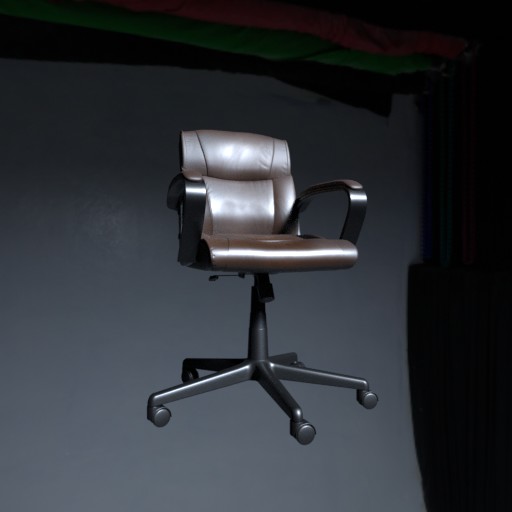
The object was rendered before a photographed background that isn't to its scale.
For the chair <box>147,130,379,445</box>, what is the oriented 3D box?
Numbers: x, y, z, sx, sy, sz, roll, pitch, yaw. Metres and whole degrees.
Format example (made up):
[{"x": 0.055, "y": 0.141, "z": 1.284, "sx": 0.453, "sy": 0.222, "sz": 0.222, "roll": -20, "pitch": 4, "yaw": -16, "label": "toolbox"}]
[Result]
[{"x": 0.000, "y": 0.000, "z": 1.506, "sx": 0.739, "sy": 1.004, "sz": 0.717, "roll": 0, "pitch": 1, "yaw": -18, "label": "chair"}]
